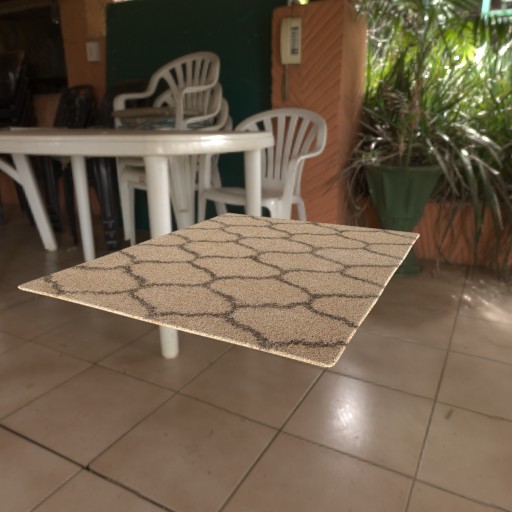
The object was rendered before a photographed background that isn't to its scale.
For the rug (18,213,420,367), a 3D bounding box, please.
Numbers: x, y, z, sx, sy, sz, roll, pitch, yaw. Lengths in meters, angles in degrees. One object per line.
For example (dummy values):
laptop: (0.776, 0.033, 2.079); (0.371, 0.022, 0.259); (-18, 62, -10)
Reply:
rug: (0.000, 0.000, 3.984); (2.399, 0.026, 3.000); (9, 19, 26)
